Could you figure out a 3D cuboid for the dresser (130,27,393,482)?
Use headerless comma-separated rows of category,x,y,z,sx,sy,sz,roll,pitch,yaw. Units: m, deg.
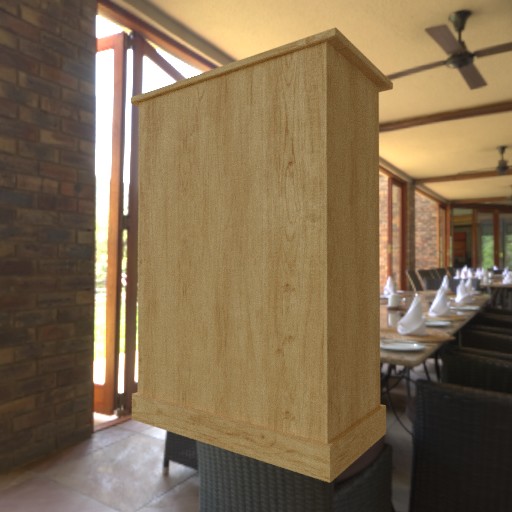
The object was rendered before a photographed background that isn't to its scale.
dresser,0.000,0.000,1.718,0.915,1.300,0.485,-1,-1,36
